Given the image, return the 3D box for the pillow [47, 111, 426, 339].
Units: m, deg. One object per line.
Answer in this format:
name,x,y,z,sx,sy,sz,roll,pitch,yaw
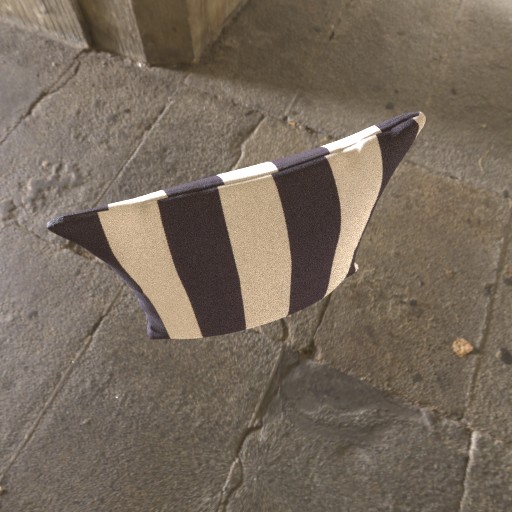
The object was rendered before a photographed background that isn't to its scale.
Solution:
pillow,0.000,0.000,0.808,0.536,0.526,0.189,-19,66,-9
